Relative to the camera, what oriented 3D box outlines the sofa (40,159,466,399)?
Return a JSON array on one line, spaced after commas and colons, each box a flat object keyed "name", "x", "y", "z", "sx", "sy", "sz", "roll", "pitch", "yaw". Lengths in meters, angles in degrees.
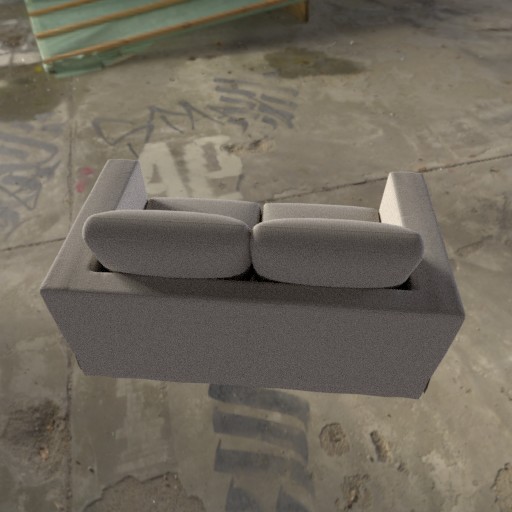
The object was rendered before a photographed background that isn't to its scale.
[{"name": "sofa", "x": 0.000, "y": 0.000, "z": 2.322, "sx": 1.813, "sy": 0.932, "sz": 1.009, "roll": 3, "pitch": 47, "yaw": 3}]
